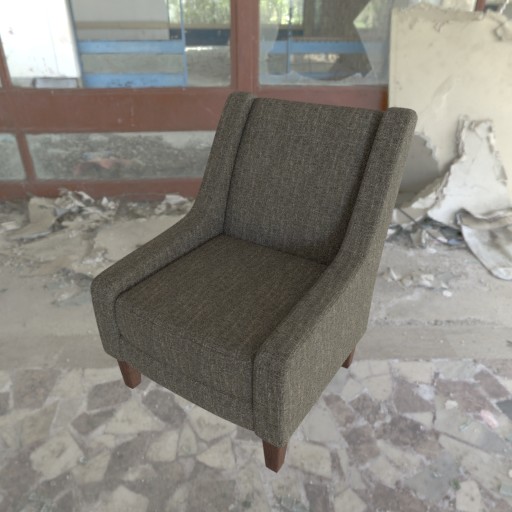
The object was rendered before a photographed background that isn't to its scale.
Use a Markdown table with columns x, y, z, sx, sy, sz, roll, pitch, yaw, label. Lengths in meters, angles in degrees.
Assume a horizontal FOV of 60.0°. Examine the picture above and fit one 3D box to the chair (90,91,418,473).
| x | y | z | sx | sy | sz | roll | pitch | yaw | label |
| --- | --- | --- | --- | --- | --- | --- | --- | --- | --- |
| 0.000 | 0.000 | 1.661 | 0.793 | 1.012 | 0.944 | 18 | 33 | 29 | chair |
